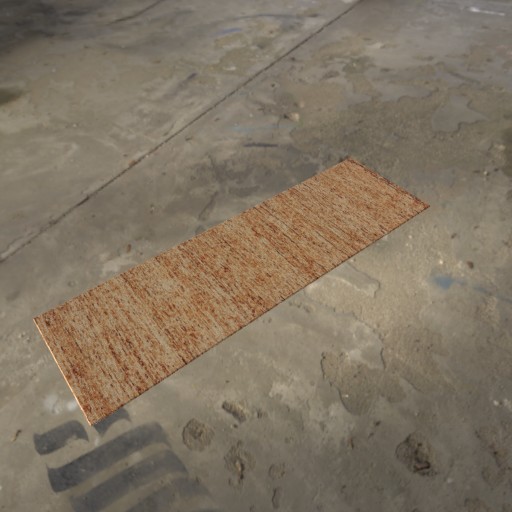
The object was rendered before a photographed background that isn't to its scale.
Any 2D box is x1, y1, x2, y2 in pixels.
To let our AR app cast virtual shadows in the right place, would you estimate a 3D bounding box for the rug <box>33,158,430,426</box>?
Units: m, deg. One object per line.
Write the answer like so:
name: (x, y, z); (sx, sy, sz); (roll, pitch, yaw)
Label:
rug: (0.000, 0.000, 2.460); (2.237, 0.014, 0.680); (-30, 53, -25)
